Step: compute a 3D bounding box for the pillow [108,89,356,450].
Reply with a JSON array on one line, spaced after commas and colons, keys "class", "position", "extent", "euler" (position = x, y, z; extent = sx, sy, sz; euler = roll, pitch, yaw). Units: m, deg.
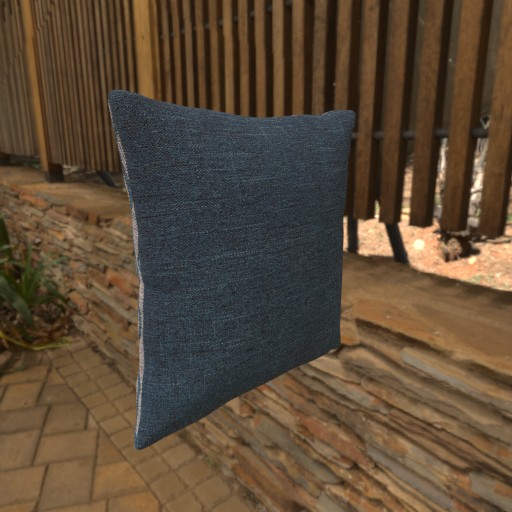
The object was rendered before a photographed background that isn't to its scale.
[{"class": "pillow", "position": [0.000, 0.000, 0.656], "extent": [0.435, 0.435, 0.159], "euler": [-15, 21, -43]}]
